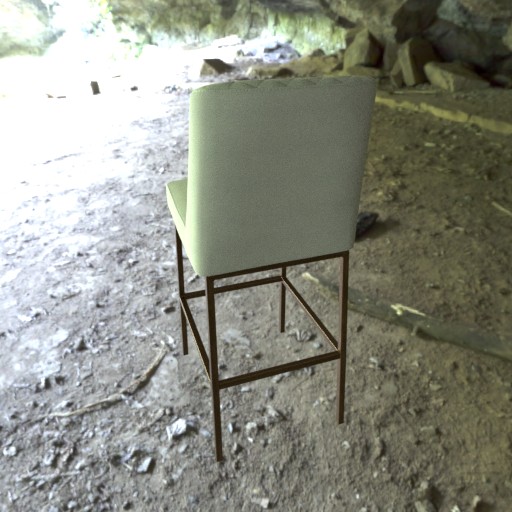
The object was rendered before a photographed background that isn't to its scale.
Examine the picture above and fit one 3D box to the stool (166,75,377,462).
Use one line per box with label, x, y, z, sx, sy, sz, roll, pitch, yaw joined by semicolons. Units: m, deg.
stool;0.000;0.000;1.368;0.462;1.084;0.546;-10;30;-17
